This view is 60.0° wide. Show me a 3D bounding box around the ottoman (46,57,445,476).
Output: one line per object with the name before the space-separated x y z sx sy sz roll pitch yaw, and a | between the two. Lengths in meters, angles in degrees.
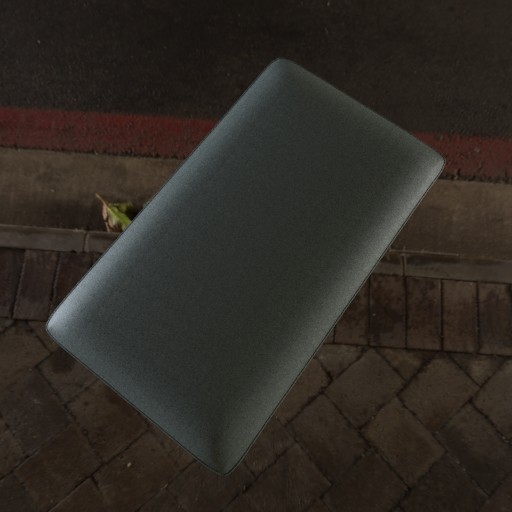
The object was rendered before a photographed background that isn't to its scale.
ottoman | 0.000 0.000 1.520 0.681 0.494 1.173 36 77 9
